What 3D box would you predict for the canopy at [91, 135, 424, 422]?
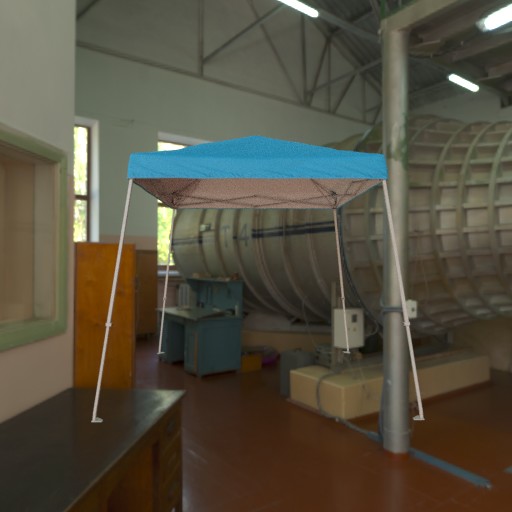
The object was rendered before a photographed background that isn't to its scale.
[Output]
[{"bbox_3d":[0.000,0.000,5.224,2.848,2.849,2.849,0,-1,-1],"label":"canopy"}]
